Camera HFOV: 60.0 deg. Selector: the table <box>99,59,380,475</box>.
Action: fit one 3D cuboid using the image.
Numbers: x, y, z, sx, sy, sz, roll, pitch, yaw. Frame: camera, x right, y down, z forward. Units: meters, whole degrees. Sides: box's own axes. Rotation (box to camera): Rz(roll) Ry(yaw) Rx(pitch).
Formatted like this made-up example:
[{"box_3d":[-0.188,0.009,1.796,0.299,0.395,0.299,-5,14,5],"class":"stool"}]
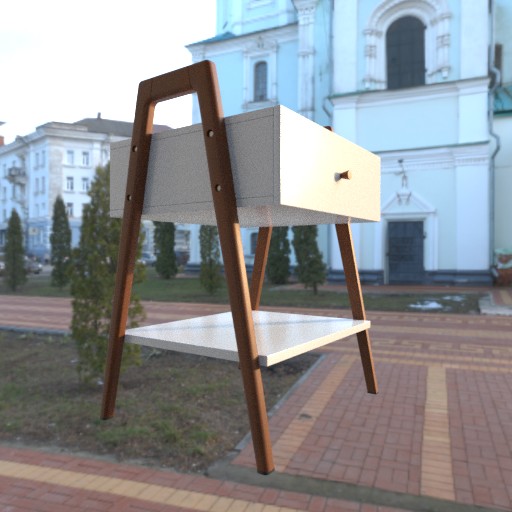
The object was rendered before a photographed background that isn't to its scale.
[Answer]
[{"box_3d":[0.000,0.000,0.903,0.405,0.610,0.457,0,0,35],"class":"table"}]
